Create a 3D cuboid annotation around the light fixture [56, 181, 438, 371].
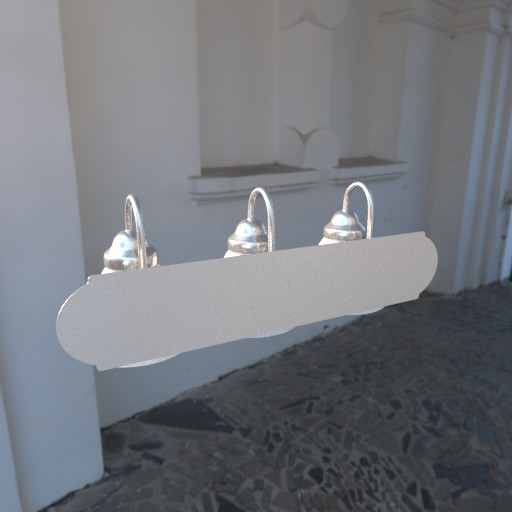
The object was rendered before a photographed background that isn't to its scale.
[{"bbox_3d":[0.000,0.000,0.710,0.610,0.222,0.199,-8,17,-27],"label":"light fixture"}]
